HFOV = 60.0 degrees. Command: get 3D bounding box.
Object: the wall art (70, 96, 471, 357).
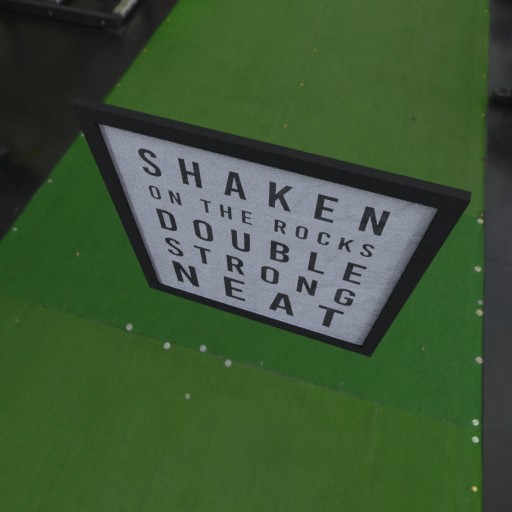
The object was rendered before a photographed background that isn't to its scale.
[{"bbox_3d":[0.000,0.000,0.677,0.456,0.458,0.013,16,59,10],"label":"wall art"}]
